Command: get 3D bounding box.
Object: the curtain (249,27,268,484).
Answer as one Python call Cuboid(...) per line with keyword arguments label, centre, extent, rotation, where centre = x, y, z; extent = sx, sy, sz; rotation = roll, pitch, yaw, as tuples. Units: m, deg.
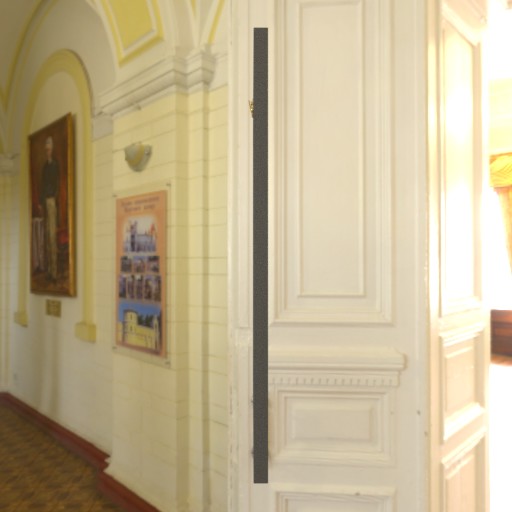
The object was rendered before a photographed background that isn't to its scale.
Cuboid(label="curtain", centre=(0.000, 0.000, 0.810), extent=(0.027, 0.585, 0.483), rotation=(0, 0, 0))
